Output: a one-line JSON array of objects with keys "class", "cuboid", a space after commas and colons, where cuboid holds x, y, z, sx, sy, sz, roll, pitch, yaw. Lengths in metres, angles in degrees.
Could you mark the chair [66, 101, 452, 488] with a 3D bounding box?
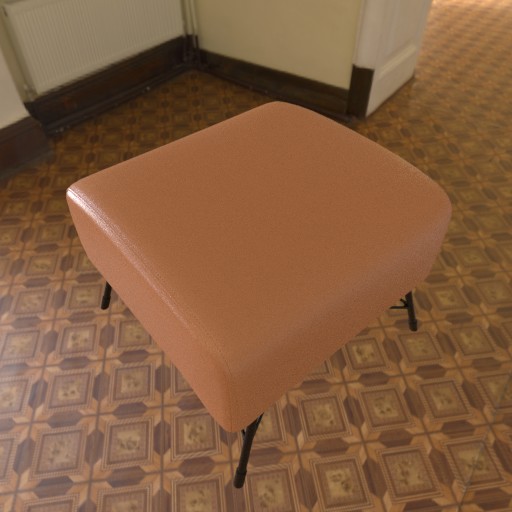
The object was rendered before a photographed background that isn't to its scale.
[{"class": "chair", "cuboid": [0.000, 0.000, 0.888, 0.530, 0.410, 0.530, -31, 53, -27]}]
